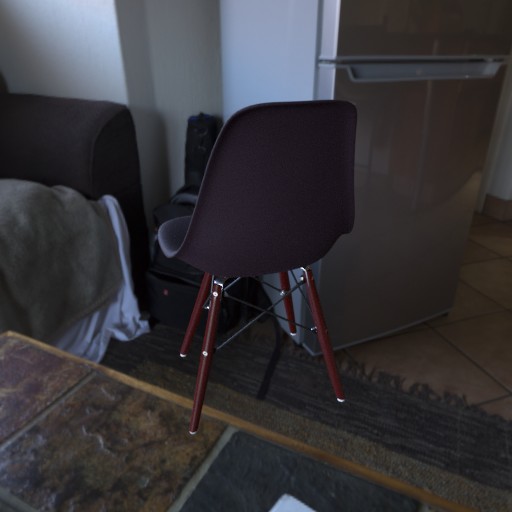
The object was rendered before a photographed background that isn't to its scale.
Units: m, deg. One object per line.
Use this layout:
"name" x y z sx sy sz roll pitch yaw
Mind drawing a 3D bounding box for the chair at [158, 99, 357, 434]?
"chair" 0.000 0.000 1.141 0.470 0.826 0.533 -8 28 -16
